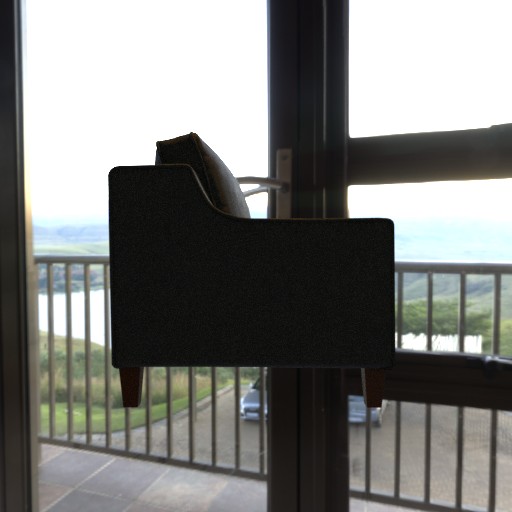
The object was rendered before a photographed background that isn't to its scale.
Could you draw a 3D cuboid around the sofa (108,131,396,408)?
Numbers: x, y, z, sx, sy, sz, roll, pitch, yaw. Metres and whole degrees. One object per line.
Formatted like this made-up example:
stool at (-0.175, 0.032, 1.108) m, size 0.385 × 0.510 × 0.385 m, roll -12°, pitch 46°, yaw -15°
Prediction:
sofa at (0.000, 0.000, 2.690) m, size 1.066 × 1.071 × 2.178 m, roll 0°, pitch 2°, yaw 0°
